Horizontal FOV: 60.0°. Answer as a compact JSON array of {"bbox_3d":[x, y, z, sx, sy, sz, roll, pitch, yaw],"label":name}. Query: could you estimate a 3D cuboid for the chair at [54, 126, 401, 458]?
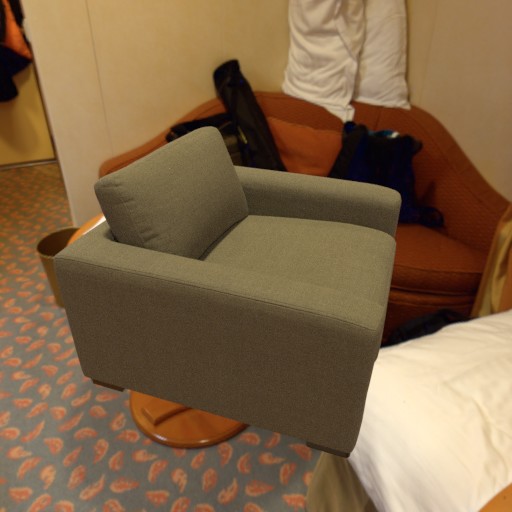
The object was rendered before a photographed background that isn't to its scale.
[{"bbox_3d":[0.000,0.000,1.855,1.100,0.847,1.070,10,31,17],"label":"chair"}]
